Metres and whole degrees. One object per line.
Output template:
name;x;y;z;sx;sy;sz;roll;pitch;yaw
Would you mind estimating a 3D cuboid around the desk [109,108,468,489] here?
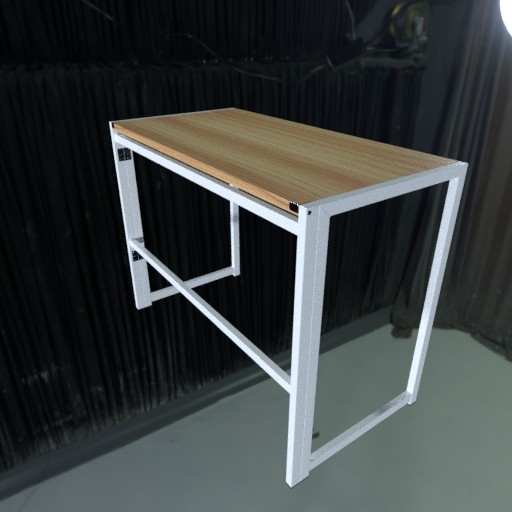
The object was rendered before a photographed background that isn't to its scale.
desk;0.000;0.000;1.452;0.508;0.762;1.016;-18;32;-31
